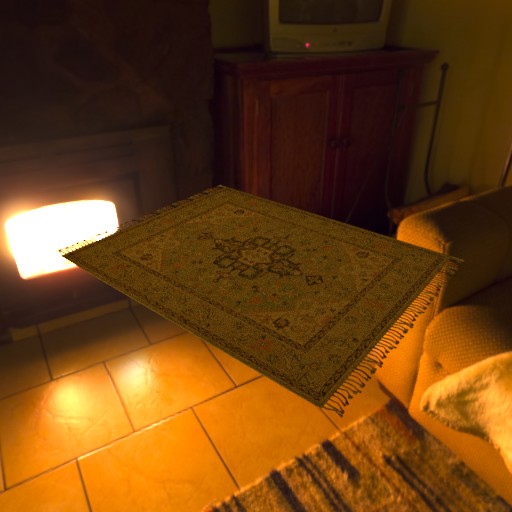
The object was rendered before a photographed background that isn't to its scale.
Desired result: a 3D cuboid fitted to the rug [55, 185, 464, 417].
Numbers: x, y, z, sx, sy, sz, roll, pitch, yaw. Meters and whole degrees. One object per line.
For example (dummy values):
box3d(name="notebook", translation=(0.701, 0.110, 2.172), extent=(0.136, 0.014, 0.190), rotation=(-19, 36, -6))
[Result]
box3d(name="rug", translation=(0.000, 0.000, 3.541), extent=(2.651, 0.010, 1.971), rotation=(22, 36, 33))
